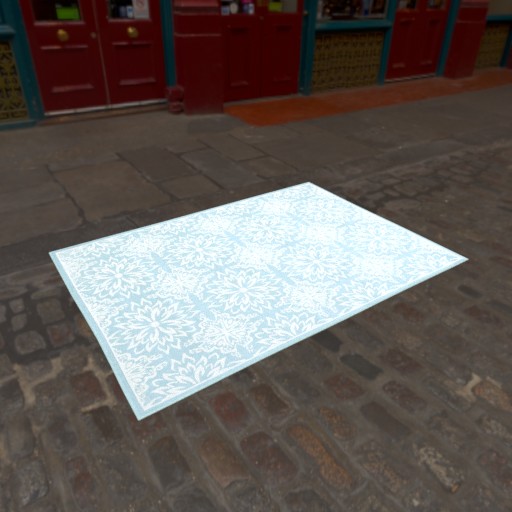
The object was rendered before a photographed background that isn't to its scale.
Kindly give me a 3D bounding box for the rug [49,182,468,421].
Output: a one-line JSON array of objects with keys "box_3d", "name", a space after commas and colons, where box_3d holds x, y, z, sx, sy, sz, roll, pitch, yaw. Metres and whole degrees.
[{"box_3d": [0.000, 0.000, 2.865, 2.205, 0.014, 1.589, -19, 36, -29], "name": "rug"}]
